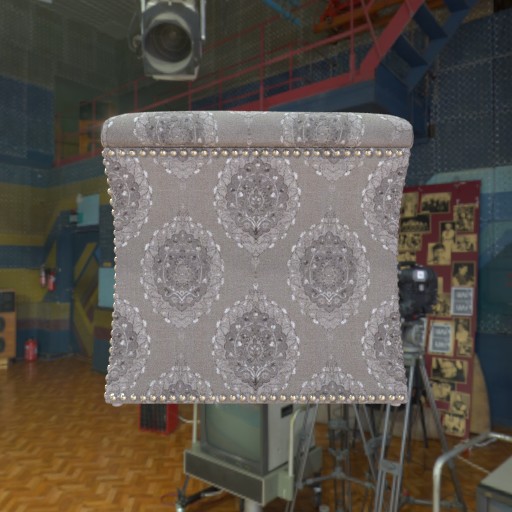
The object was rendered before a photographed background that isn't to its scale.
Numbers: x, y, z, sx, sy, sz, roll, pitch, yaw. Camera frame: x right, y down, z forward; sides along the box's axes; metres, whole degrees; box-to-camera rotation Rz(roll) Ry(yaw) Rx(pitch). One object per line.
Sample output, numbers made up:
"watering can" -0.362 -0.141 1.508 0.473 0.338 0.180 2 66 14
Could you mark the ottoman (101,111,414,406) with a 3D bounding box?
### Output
"ottoman" 0.000 0.000 0.910 0.497 0.473 0.507 0 -1 0
